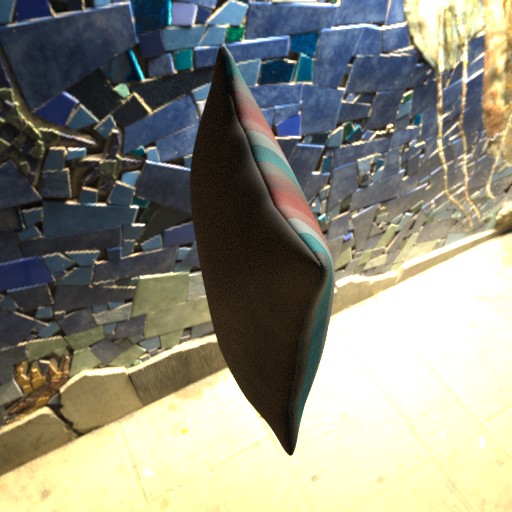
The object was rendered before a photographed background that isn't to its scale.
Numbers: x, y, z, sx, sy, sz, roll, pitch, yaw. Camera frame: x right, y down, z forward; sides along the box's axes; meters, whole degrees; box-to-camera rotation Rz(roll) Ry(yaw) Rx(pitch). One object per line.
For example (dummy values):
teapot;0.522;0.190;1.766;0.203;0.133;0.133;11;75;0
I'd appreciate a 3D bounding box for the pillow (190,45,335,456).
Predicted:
pillow;0.000;0.000;0.668;0.168;0.443;0.453;-10;48;-9
